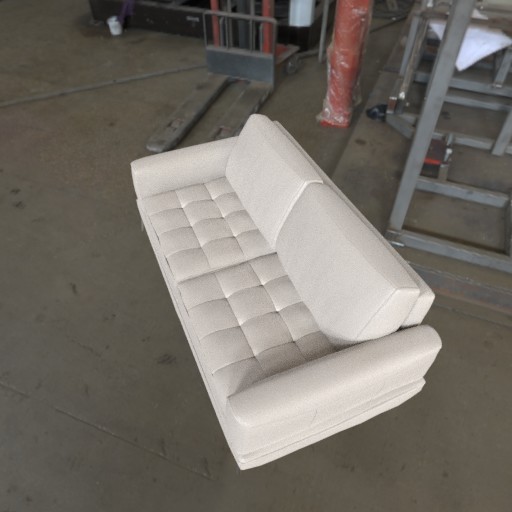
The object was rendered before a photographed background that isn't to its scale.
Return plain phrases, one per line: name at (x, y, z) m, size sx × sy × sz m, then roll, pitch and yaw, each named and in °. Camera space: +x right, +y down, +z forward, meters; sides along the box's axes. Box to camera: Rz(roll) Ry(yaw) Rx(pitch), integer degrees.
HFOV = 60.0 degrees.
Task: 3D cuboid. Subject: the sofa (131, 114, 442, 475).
sofa at (0.000, 0.000, 2.741) m, size 1.121 × 0.930 × 2.177 m, roll -17°, pitch 49°, yaw -16°
